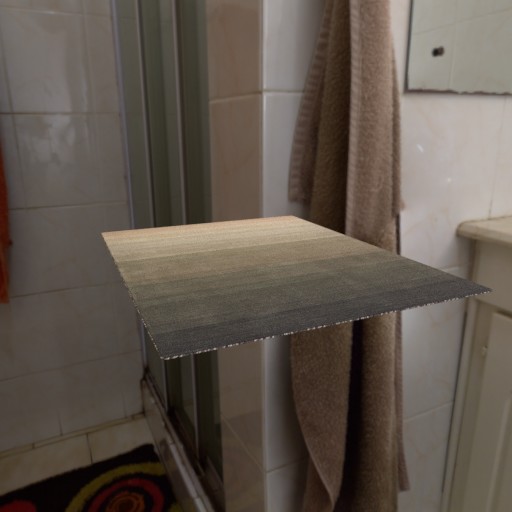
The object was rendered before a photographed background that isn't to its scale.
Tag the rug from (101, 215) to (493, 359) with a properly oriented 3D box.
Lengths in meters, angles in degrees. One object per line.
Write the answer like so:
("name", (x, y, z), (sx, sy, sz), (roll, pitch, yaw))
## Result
("rug", (0.000, 0.000, 3.868), (2.305, 0.017, 2.902), (-7, 18, -23))
